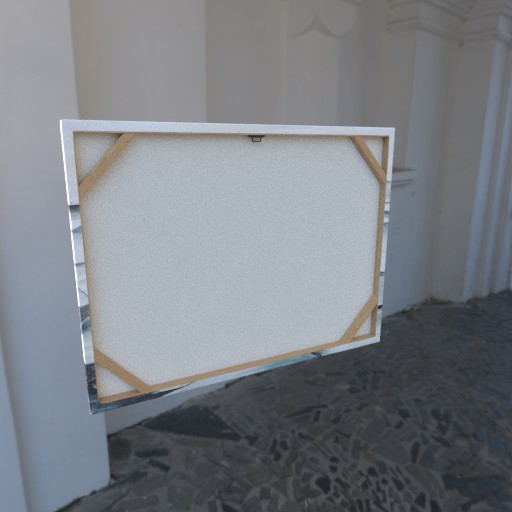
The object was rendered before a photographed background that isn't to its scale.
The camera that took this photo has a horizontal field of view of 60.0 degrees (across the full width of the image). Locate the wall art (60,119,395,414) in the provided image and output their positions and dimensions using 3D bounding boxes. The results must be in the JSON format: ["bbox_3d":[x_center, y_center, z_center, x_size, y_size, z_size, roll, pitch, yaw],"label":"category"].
[{"bbox_3d":[0.000,0.000,1.607,1.219,0.915,0.039,-7,15,-26],"label":"wall art"}]
